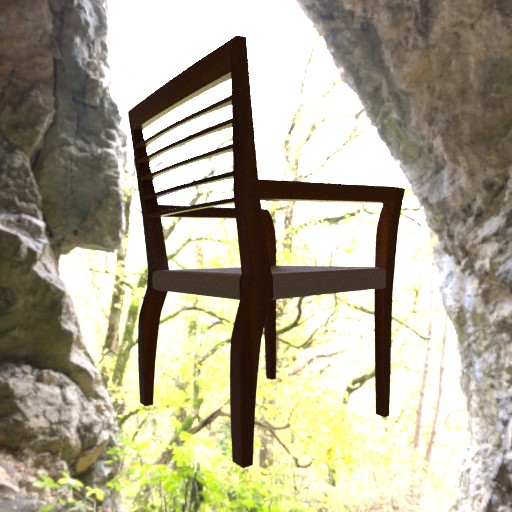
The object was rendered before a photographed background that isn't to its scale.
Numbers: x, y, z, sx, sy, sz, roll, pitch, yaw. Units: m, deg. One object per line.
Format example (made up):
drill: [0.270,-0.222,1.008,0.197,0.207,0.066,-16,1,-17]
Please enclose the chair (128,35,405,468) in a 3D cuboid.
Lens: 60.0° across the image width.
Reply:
chair: [0.000,0.000,1.228,0.540,0.855,0.587,1,-1,-38]
